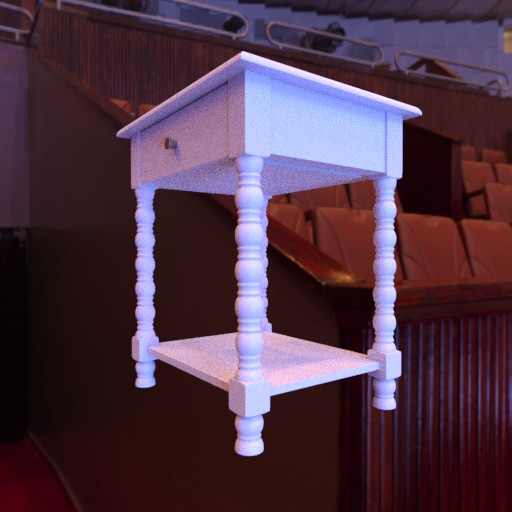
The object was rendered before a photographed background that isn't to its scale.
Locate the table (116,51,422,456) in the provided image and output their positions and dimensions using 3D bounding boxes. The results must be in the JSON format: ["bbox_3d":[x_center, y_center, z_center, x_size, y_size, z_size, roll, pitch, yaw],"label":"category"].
[{"bbox_3d":[0.000,0.000,0.847,0.381,0.531,0.460,0,1,-36],"label":"table"}]
